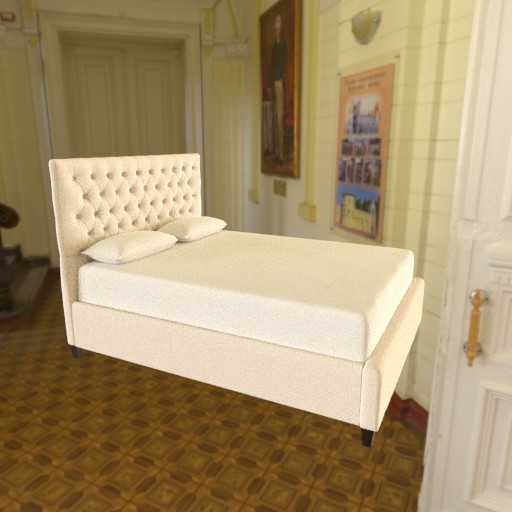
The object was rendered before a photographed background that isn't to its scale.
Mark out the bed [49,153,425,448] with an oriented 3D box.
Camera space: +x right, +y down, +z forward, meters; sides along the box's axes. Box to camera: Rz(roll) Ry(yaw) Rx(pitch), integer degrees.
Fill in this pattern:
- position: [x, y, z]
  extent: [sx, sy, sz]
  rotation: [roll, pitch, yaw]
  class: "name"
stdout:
- position: [0.000, 0.000, 3.296]
  extent: [2.233, 1.426, 1.696]
  rotation: [7, 16, 26]
  class: "bed"
